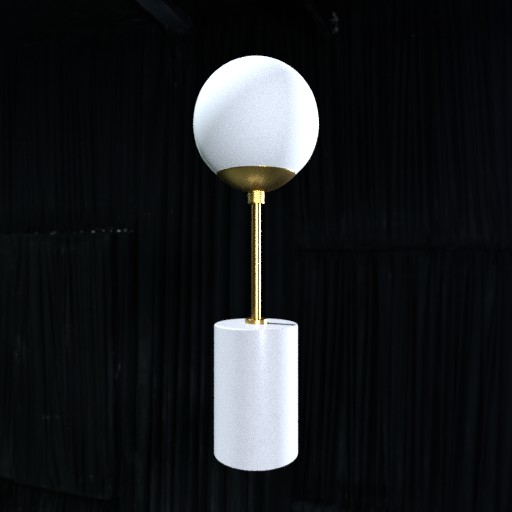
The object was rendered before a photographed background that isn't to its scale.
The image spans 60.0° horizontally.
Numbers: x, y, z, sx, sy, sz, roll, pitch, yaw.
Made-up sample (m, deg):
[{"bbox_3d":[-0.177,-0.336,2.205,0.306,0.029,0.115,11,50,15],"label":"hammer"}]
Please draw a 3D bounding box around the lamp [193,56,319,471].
[{"bbox_3d":[0.000,0.000,0.546,0.153,0.480,0.153,0,-1,0],"label":"lamp"}]
